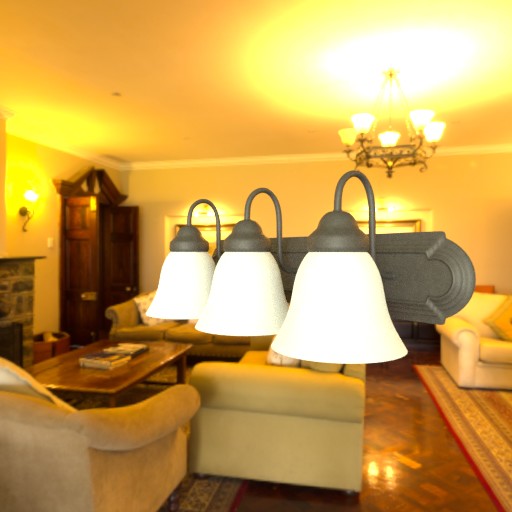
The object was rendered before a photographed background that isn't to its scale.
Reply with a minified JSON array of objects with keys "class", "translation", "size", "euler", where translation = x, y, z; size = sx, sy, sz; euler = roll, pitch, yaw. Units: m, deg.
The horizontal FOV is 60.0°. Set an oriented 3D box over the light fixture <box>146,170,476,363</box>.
[{"class":"light fixture","translation":[0.000,0.000,0.713],"size":[0.199,0.222,0.610],"euler":[0,1,-37]}]
